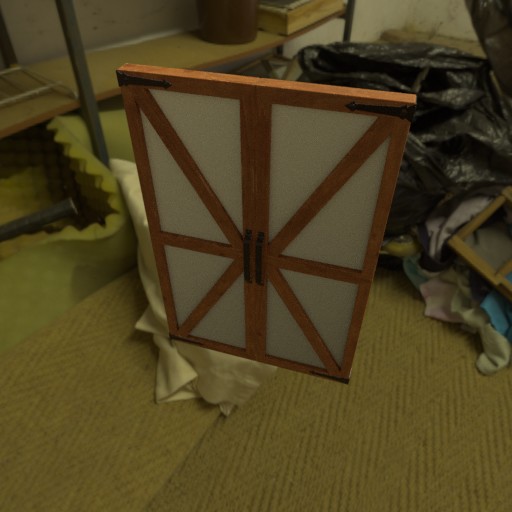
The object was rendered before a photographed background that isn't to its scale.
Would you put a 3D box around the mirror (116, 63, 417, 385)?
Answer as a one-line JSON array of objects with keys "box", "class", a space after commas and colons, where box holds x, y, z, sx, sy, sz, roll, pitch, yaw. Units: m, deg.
[{"box": [0.000, 0.000, 0.985, 0.517, 0.761, 0.053, 11, 42, 13], "class": "mirror"}]
